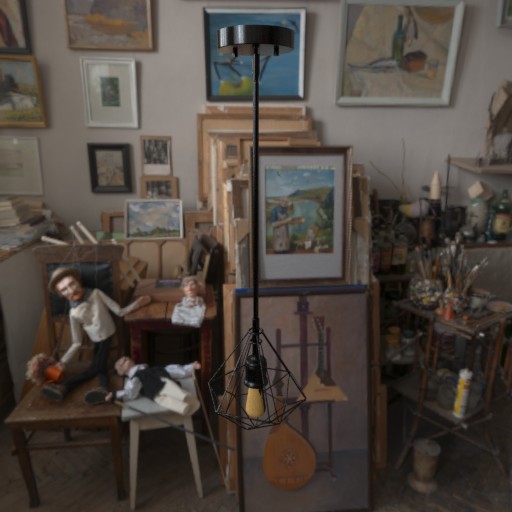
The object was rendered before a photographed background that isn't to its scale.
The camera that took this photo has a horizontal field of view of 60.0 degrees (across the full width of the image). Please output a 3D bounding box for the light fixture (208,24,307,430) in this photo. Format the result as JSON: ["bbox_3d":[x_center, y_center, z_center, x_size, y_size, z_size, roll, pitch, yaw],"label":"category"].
[{"bbox_3d":[0.000,0.000,1.932,0.487,1.764,0.431,-15,22,-42],"label":"light fixture"}]
